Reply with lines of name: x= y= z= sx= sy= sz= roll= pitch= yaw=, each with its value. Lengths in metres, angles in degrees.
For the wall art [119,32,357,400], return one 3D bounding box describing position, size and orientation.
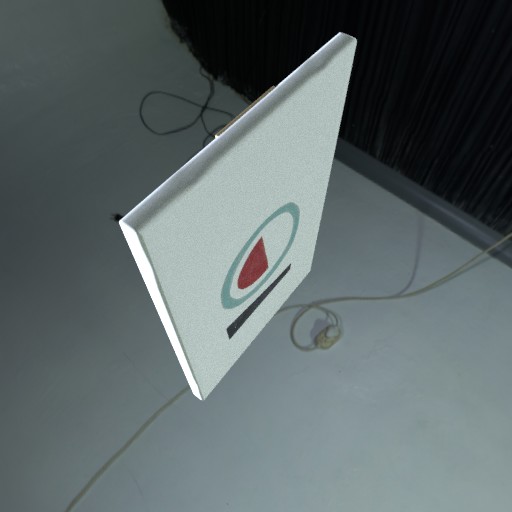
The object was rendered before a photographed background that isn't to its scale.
wall art: x=0.000 y=0.000 z=1.138 sx=0.048 sy=0.902 sz=0.602 roll=33 pitch=63 yaw=19
